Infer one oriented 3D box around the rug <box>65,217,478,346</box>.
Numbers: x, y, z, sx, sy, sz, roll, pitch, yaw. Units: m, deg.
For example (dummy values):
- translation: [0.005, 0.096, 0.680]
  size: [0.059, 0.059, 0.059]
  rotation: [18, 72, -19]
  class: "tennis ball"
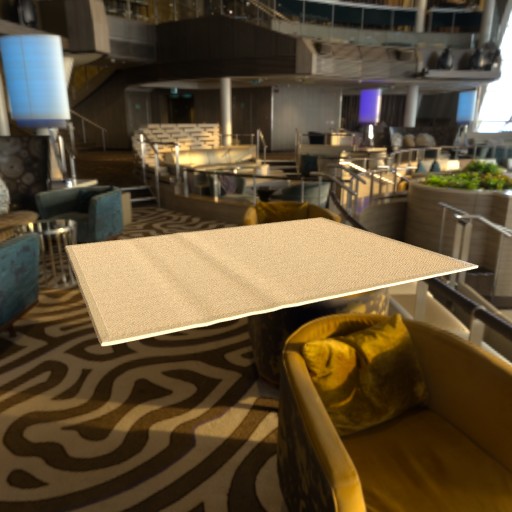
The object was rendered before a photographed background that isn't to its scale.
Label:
- translation: [0.000, 0.000, 4.837]
  size: [3.659, 0.037, 2.734]
  rotation: [-8, 18, -26]
  class: "rug"
